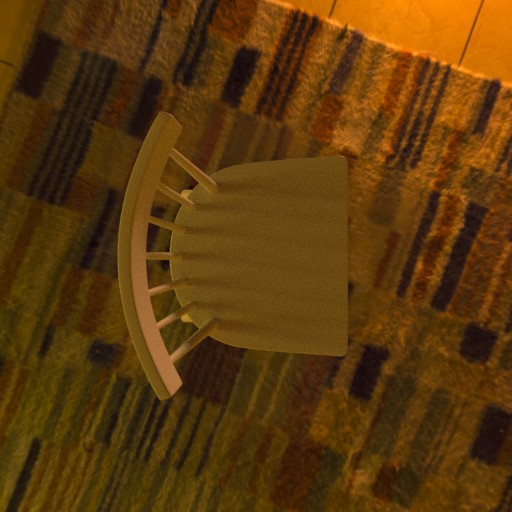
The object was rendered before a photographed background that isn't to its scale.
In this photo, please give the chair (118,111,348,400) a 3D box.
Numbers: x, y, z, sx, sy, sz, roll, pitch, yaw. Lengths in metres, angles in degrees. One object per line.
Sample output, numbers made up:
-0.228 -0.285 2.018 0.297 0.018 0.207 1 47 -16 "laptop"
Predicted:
0.000 0.000 1.114 0.500 0.787 0.483 0 90 0 "chair"
